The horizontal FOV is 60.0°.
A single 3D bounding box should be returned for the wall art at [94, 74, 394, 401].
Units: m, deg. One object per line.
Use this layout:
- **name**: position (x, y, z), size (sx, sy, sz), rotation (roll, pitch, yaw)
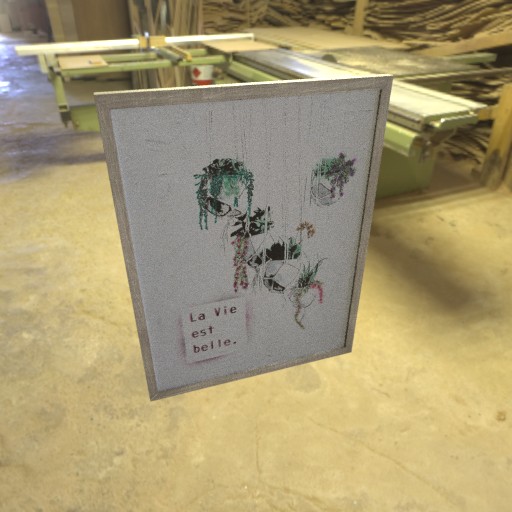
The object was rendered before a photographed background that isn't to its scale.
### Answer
- **wall art**: position (0.000, 0.000, 1.385), size (0.781, 1.022, 0.035), rotation (-10, 33, -15)
